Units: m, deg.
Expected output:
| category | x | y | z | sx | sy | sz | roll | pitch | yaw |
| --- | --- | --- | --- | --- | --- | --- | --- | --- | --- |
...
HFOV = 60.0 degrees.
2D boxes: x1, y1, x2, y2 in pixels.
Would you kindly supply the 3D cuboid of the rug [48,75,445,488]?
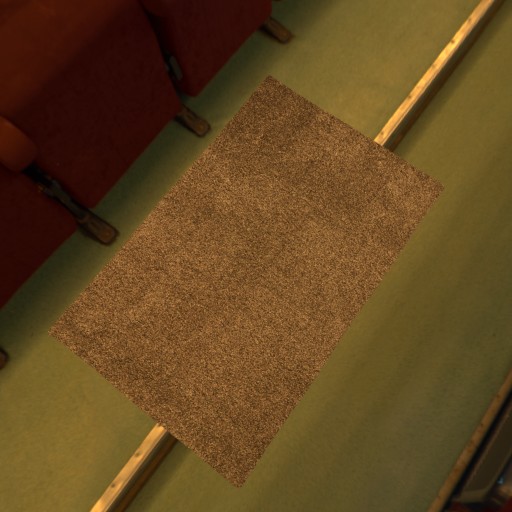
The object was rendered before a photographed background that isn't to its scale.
| category | x | y | z | sx | sy | sz | roll | pitch | yaw |
| --- | --- | --- | --- | --- | --- | --- | --- | --- | --- |
| rug | 0.000 | 0.000 | 2.910 | 1.501 | 0.025 | 2.352 | 35 | 77 | 9 |
